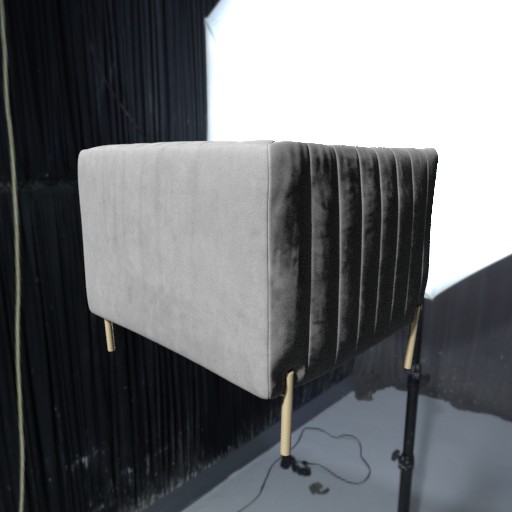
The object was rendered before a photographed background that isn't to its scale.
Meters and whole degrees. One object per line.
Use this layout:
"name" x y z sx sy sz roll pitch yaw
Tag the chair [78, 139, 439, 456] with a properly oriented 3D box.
"chair" 0.000 0.000 1.593 0.981 0.779 0.873 12 17 43
